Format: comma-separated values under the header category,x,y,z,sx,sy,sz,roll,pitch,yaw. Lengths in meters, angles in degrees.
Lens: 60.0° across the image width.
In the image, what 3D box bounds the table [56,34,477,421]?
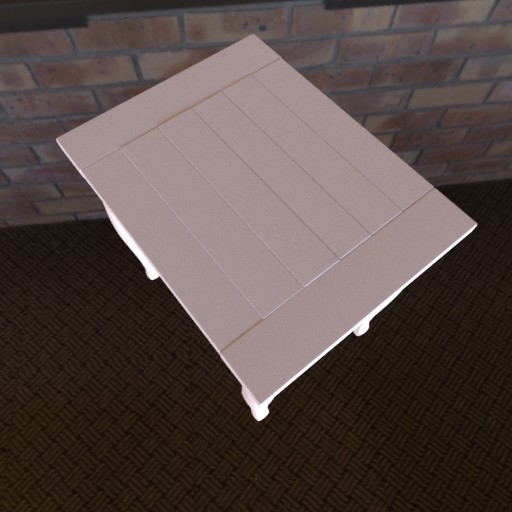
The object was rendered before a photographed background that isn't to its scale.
category,x,y,z,sx,sy,sz,roll,pitch,yaw
table,0.000,0.000,1.039,0.463,0.605,0.599,-35,69,-16
